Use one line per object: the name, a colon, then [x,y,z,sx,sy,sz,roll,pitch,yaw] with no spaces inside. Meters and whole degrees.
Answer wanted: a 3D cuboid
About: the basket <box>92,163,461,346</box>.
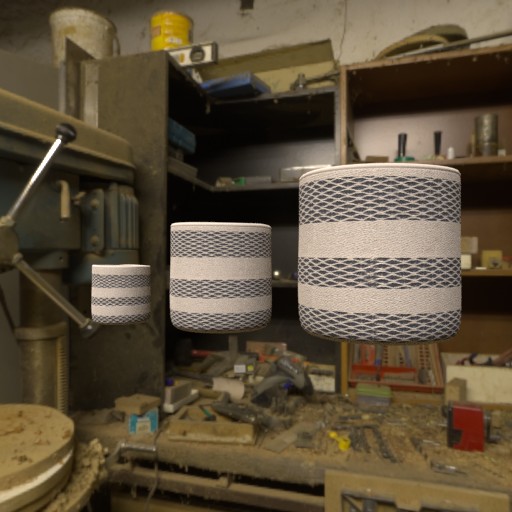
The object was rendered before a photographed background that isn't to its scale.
basket: [0.000,0.000,1.086,0.917,0.356,0.351,0,0,18]
